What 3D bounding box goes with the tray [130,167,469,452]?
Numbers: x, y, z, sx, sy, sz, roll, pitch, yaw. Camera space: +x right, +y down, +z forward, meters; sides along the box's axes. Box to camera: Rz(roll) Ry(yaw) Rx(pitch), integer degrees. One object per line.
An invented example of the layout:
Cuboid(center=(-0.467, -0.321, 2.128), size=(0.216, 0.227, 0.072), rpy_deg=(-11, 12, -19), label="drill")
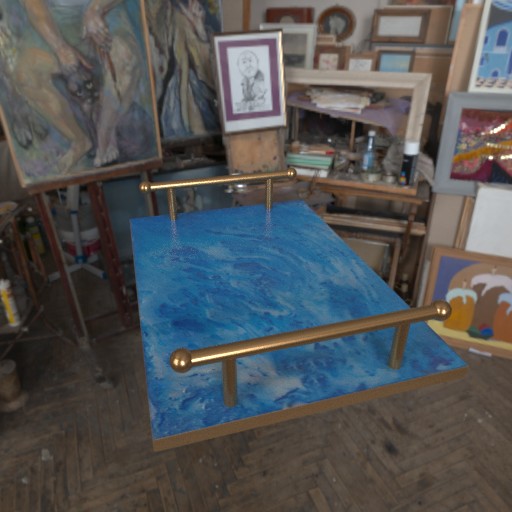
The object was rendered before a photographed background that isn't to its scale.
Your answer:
Cuboid(center=(0.000, 0.000, 0.566), size=(0.304, 0.084, 0.444), rpy_deg=(-8, 30, -14), label="tray")
